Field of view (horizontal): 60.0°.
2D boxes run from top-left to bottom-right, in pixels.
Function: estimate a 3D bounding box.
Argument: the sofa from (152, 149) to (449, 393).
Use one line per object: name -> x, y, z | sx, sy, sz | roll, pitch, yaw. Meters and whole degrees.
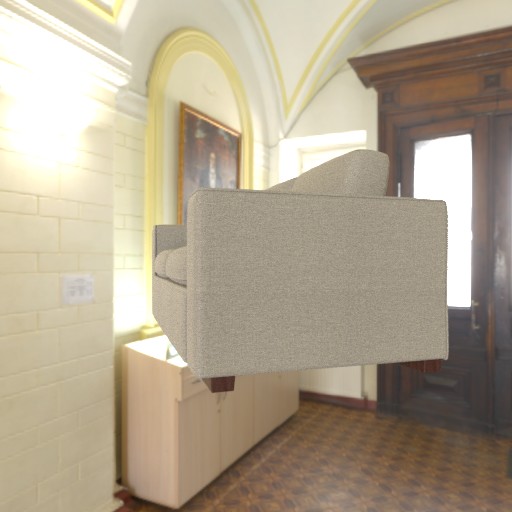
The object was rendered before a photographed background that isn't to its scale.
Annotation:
sofa -> 0.000, 0.000, 2.440 | 1.007, 0.924, 1.812 | 0, 0, -18
